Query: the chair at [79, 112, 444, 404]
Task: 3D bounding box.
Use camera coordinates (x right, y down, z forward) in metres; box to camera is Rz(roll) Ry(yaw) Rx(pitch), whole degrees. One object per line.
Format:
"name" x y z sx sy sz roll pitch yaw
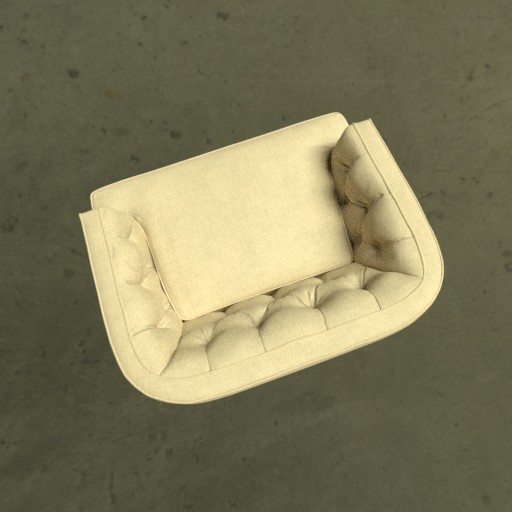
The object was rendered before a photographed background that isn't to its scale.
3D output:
"chair" 0.000 0.000 1.756 1.118 0.787 0.914 -19 77 -5
